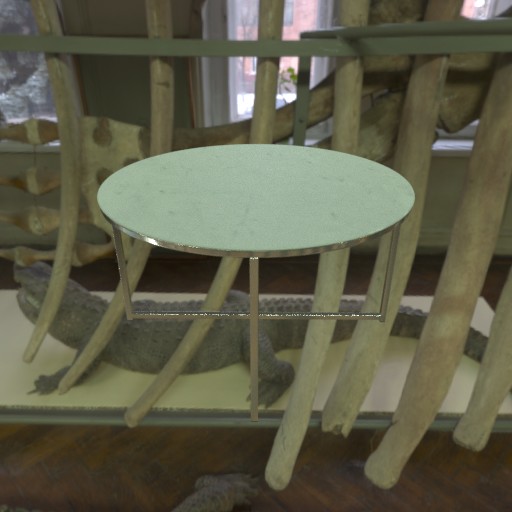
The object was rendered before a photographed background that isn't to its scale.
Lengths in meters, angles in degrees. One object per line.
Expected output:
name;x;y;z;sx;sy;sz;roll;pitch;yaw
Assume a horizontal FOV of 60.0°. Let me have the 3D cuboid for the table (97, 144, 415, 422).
table;0.000;0.000;1.275;0.800;0.450;0.800;0;28;0
